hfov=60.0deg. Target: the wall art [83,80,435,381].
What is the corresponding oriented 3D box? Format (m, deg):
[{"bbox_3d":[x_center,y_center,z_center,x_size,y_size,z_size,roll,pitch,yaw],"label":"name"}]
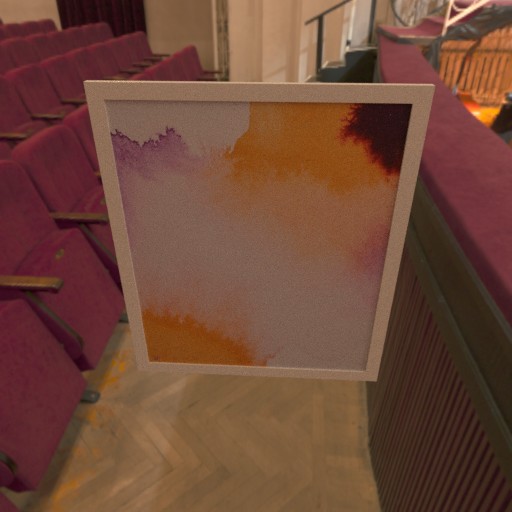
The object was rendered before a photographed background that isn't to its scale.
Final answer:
[{"bbox_3d":[0.000,0.000,0.754,0.482,0.557,0.012,2,31,3],"label":"wall art"}]
